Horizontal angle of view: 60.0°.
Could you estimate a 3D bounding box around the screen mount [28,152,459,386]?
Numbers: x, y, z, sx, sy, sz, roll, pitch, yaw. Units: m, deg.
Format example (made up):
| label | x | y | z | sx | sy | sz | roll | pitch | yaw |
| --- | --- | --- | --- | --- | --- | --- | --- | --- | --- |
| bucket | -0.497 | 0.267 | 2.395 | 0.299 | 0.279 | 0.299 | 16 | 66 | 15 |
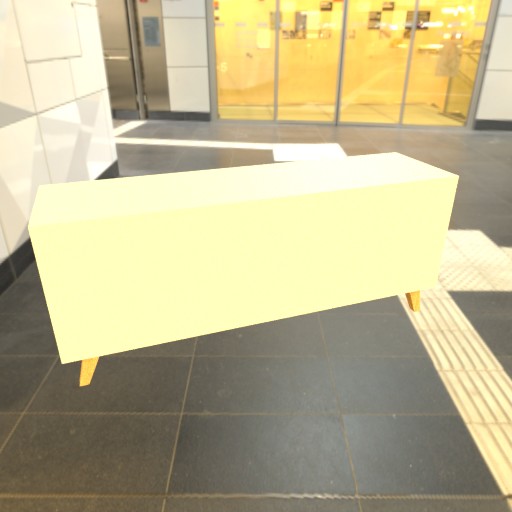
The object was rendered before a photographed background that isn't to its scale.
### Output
| label | x | y | z | sx | sy | sz | roll | pitch | yaw |
| --- | --- | --- | --- | --- | --- | --- | --- | --- | --- |
| screen mount | 0.000 | 0.000 | 1.765 | 1.490 | 0.619 | 0.400 | -9 | 28 | -17 |
